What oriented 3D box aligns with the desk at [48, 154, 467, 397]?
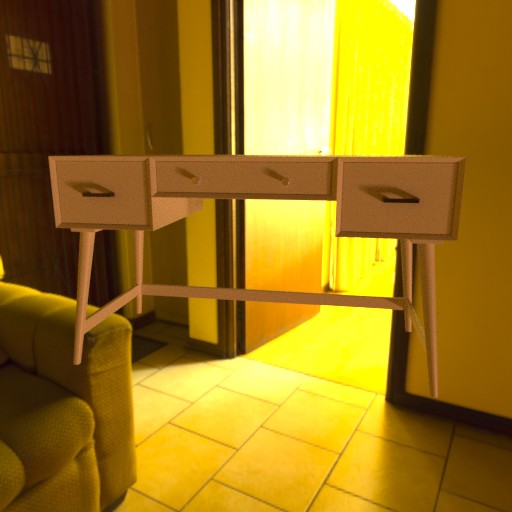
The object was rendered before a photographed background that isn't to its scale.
[{"bbox_3d":[0.000,0.000,1.723,1.313,0.762,0.589,2,14,10],"label":"desk"}]
